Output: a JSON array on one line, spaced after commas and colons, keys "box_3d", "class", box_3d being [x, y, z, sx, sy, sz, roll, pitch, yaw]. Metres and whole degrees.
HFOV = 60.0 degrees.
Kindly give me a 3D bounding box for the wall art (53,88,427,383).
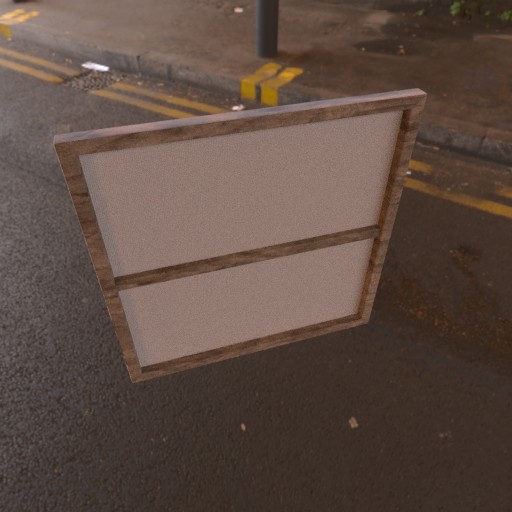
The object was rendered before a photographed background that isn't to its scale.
[{"box_3d": [0.000, 0.000, 1.109, 0.747, 0.747, 0.035, -12, 43, -13], "class": "wall art"}]
